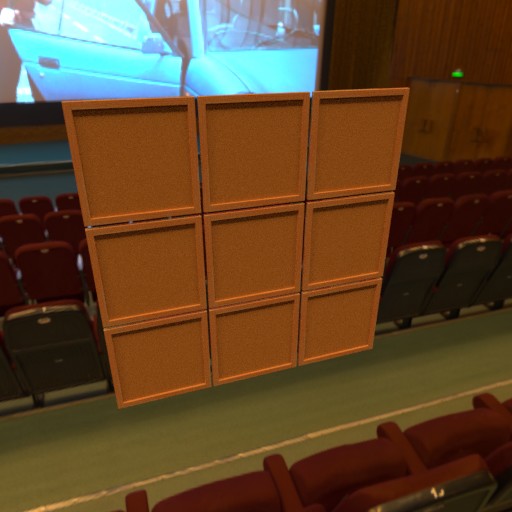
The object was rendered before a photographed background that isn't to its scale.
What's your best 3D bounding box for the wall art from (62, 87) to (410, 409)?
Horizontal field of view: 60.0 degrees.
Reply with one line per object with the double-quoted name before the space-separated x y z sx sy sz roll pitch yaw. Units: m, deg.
"wall art" 0.000 0.000 1.317 0.911 0.910 0.012 -9 28 -17
